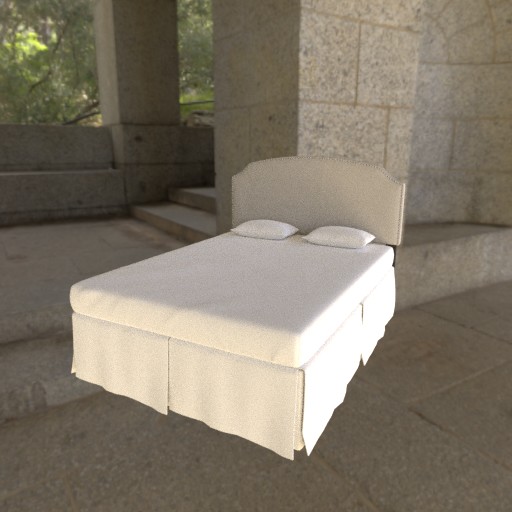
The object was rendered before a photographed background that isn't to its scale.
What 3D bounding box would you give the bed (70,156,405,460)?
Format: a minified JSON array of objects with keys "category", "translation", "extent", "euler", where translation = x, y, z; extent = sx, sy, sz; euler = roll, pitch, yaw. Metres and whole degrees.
[{"category":"bed","translation":[0.000,0.000,2.995],"extent":[1.558,1.270,1.999],"euler":[8,16,27]}]
